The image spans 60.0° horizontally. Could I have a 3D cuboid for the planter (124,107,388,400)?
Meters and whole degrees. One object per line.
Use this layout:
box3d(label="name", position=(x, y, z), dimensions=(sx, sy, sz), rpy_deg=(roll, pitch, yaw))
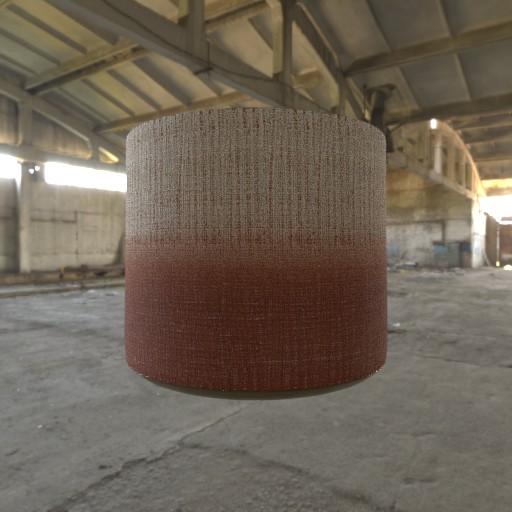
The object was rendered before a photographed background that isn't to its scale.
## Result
box3d(label="planter", position=(0.000, 0.000, 0.445), dimensions=(0.254, 0.221, 0.254), rpy_deg=(0, 1, 0))
